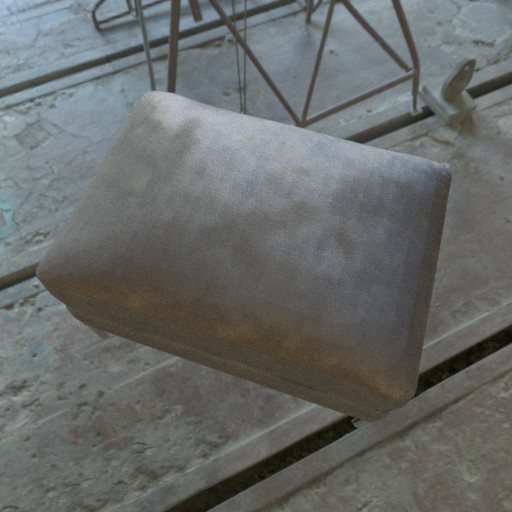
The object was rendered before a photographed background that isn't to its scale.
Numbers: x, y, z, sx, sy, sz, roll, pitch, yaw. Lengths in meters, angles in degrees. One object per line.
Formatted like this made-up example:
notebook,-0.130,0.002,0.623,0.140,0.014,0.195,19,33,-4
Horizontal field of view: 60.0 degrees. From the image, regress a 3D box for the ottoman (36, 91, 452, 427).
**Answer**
ottoman,0.000,0.000,1.021,0.719,0.456,0.520,17,65,8
